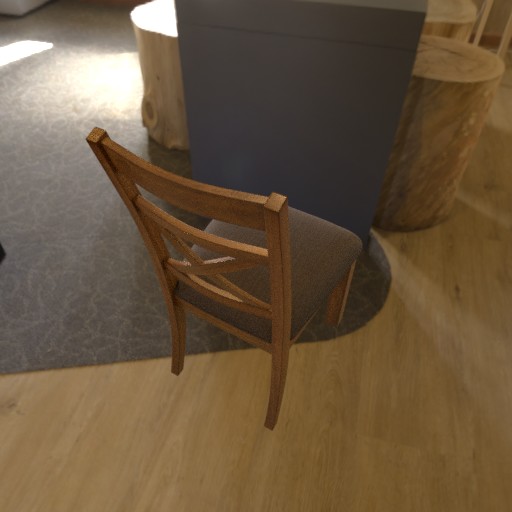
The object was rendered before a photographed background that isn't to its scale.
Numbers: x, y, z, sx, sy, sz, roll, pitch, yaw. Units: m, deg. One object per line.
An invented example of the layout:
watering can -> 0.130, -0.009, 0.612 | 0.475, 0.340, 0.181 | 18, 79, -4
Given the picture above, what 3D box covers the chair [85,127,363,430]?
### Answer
chair -> 0.000, 0.000, 1.253 | 0.470, 0.949, 0.581 | 23, 51, 20
